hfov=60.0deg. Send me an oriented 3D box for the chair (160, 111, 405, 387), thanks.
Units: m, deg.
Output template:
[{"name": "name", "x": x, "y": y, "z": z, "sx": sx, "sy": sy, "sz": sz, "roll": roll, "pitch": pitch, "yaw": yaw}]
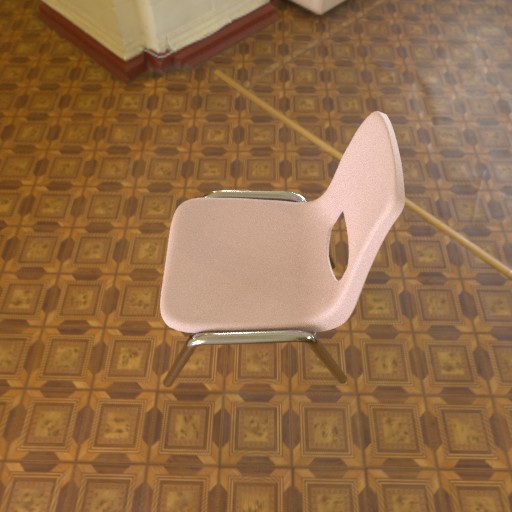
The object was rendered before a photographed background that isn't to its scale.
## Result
[{"name": "chair", "x": 0.000, "y": 0.000, "z": 0.868, "sx": 0.423, "sy": 0.586, "sz": 0.354, "roll": 1, "pitch": 58, "yaw": 0}]
